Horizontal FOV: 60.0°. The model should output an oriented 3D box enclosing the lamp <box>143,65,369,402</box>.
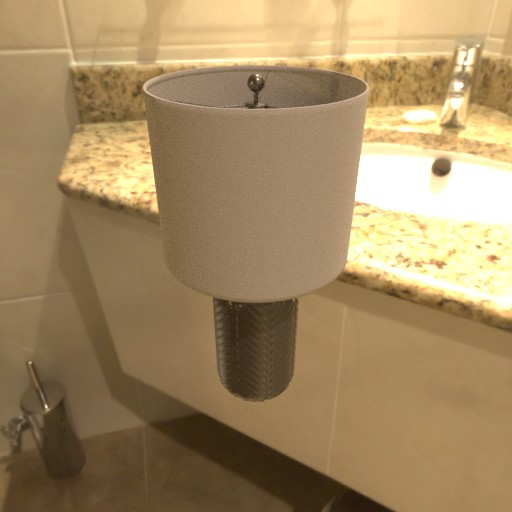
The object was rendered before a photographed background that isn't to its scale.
[{"bbox_3d":[0.000,0.000,0.504,0.203,0.389,0.203,23,38,32],"label":"lamp"}]
